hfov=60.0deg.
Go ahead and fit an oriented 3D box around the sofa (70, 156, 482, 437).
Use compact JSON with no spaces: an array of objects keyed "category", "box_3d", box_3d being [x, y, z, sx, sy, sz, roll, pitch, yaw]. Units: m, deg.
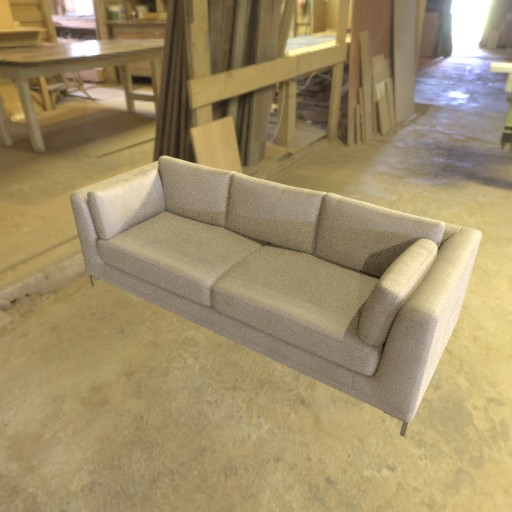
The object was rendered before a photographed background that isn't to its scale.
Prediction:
[{"category":"sofa","box_3d":[0.000,0.000,2.876,2.415,0.867,0.969,19,35,29]}]
